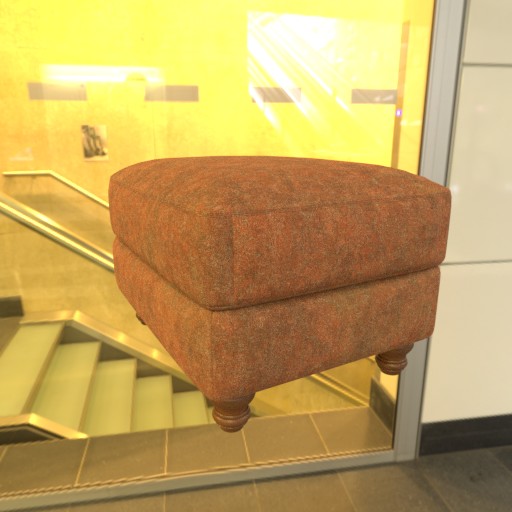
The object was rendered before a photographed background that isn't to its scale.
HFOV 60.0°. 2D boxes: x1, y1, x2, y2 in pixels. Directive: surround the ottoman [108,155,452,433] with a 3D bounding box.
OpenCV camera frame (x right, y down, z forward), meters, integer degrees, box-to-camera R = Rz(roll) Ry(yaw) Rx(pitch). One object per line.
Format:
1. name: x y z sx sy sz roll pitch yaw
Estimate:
1. ottoman: 0.000 0.000 1.169 0.635 0.508 0.787 -8 17 -28
